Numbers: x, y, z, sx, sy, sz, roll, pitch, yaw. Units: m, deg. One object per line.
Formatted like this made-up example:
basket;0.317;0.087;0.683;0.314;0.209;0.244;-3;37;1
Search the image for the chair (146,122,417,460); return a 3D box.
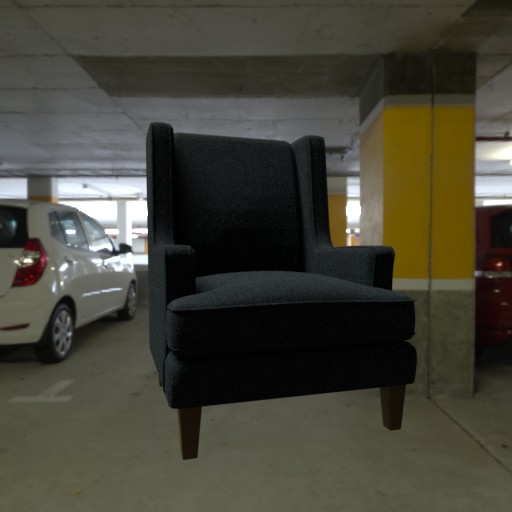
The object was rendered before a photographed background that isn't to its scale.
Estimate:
chair;0.000;0.000;1.682;0.764;1.072;0.947;0;1;-17
